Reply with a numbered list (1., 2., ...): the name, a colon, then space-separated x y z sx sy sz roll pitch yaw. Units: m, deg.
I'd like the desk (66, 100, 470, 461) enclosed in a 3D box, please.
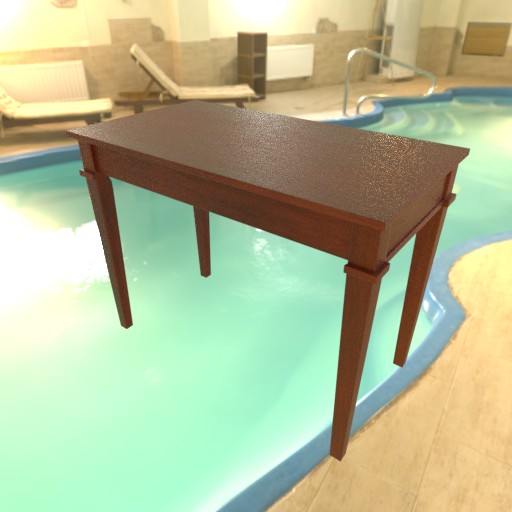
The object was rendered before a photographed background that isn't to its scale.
1. desk: 0.000 0.000 1.435 1.001 0.762 0.549 21 37 31
